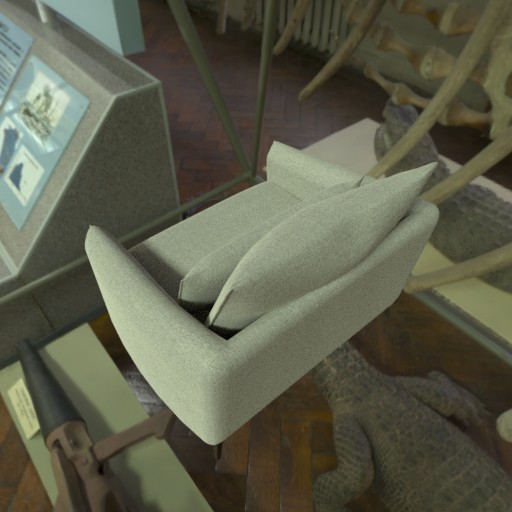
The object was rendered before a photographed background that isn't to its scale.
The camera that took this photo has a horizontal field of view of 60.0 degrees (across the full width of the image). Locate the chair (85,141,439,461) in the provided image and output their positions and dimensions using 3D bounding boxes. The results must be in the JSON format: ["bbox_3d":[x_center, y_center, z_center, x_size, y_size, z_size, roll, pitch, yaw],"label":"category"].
[{"bbox_3d":[0.000,0.000,1.597,1.029,0.856,0.801,-31,53,-27],"label":"chair"}]
